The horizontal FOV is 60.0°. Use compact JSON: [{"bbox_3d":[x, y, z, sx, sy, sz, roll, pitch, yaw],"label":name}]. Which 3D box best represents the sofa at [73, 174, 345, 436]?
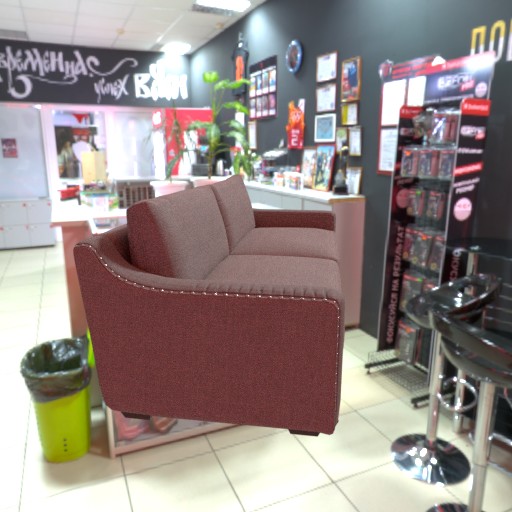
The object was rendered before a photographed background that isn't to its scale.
[{"bbox_3d":[0.000,0.000,2.638,1.000,0.857,2.208,2,14,9],"label":"sofa"}]
